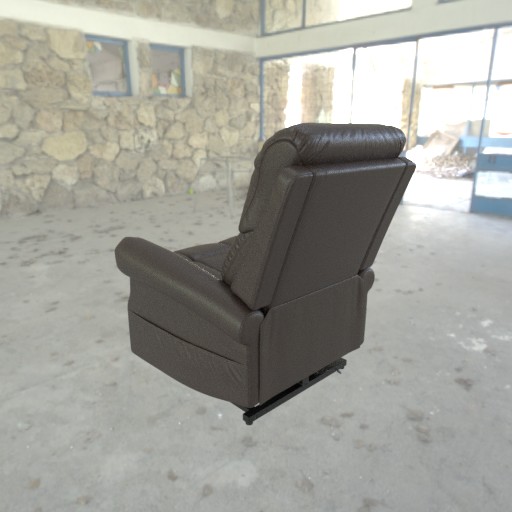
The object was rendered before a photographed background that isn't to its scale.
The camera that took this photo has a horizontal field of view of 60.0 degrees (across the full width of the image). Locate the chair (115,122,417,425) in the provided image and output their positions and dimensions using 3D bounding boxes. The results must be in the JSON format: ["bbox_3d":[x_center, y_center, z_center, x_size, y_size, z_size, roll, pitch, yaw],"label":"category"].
[{"bbox_3d":[0.000,0.000,1.802,0.869,1.028,0.978,-15,22,-42],"label":"chair"}]
